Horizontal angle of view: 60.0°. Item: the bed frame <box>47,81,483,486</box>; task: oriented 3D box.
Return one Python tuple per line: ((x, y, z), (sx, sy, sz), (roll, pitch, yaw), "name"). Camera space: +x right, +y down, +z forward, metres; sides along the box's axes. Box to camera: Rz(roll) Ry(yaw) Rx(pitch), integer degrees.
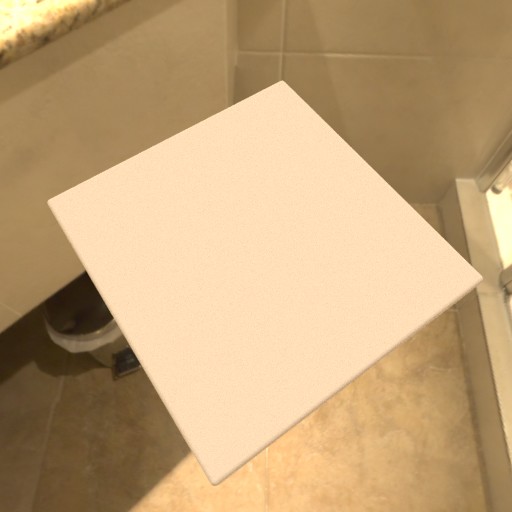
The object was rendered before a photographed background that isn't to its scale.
((0.000, 0.000, 2.999), (1.935, 0.525, 2.033), (-32, 68, -15), "bed frame")
